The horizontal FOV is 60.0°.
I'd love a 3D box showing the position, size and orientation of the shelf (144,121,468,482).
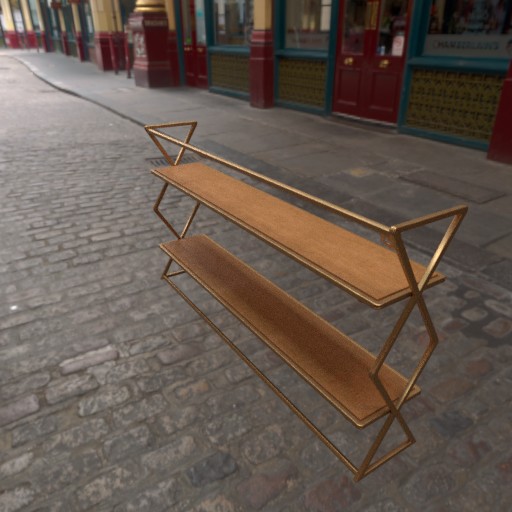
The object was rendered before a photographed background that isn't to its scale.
[{"bbox_3d":[0.000,0.000,0.969,0.150,0.450,0.822,-16,31,-30],"label":"shelf"}]
